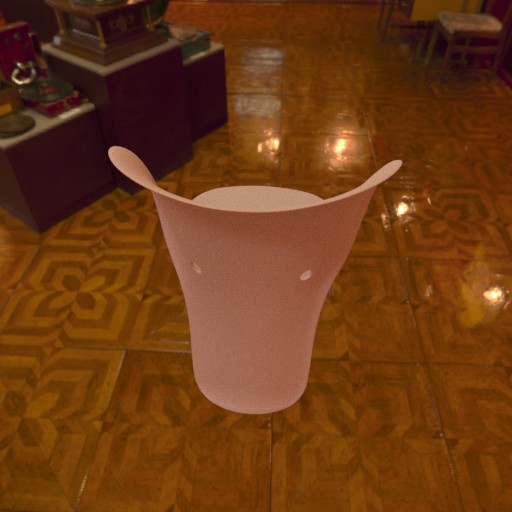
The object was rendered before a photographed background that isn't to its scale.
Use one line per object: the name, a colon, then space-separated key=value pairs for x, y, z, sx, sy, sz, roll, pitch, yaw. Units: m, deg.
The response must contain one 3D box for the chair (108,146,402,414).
chair: x=0.000 y=0.000 z=0.876 sx=0.451 sy=0.554 sz=0.402 roll=4 pitch=44 yaw=4
